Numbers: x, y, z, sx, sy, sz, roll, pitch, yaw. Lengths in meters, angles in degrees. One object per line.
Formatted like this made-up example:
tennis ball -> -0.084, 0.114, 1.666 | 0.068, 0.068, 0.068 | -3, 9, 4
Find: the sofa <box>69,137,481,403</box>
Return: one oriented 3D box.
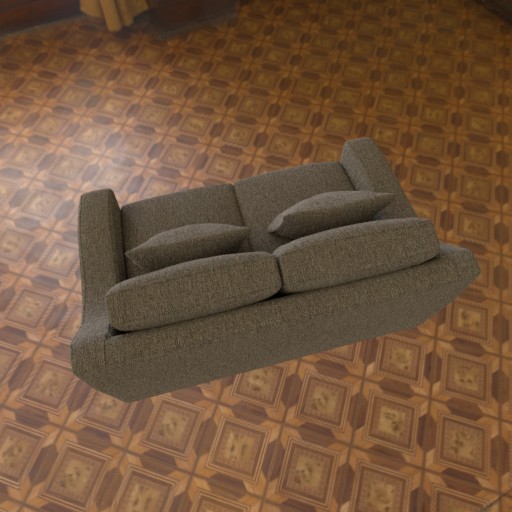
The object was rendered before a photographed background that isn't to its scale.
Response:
sofa -> 0.000, 0.000, 2.360 | 1.778, 0.991, 1.120 | -13, 59, -8
